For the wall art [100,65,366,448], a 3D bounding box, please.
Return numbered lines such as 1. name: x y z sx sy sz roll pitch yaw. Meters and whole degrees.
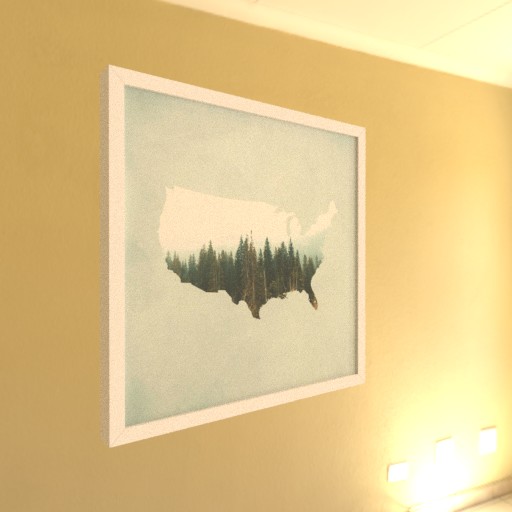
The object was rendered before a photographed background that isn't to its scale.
1. wall art: 0.000 0.000 0.450 0.304 0.304 0.024 0 0 -36
